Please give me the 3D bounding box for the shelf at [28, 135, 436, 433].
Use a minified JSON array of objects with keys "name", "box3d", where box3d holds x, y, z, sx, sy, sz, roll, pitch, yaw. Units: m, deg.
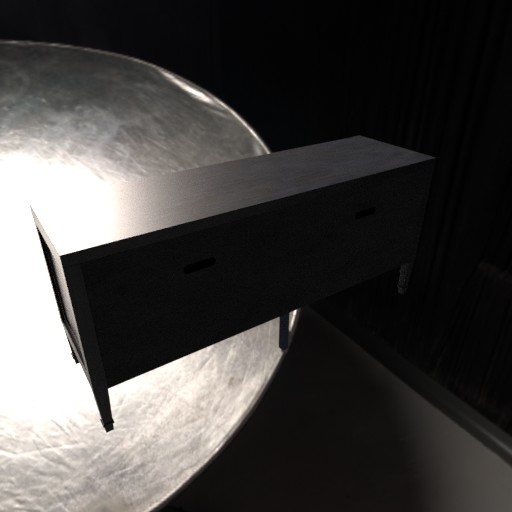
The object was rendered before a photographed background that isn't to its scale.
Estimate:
[{"name":"shelf","box3d":[0.000,0.000,1.908,1.575,0.719,0.479,-18,34,-29]}]
